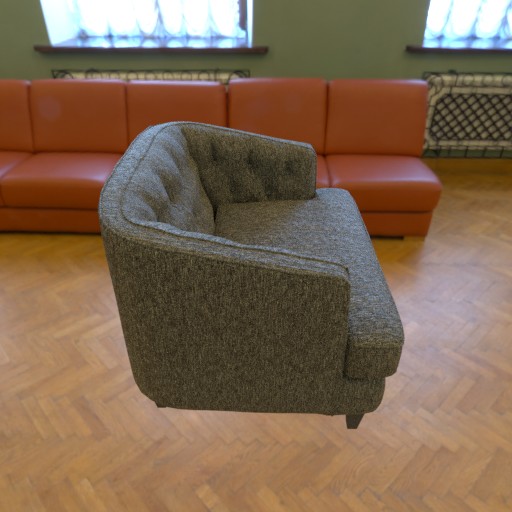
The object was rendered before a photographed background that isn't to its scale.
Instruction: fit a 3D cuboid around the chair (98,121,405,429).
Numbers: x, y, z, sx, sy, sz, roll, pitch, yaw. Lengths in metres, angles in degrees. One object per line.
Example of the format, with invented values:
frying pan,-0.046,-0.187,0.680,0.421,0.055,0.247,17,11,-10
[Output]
chair,0.000,0.000,1.772,0.941,0.852,1.104,0,34,1
